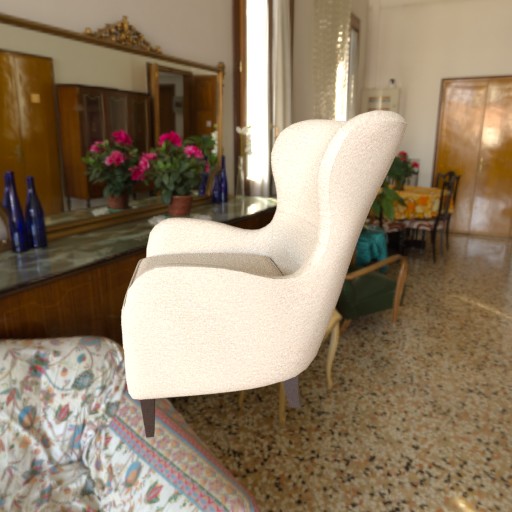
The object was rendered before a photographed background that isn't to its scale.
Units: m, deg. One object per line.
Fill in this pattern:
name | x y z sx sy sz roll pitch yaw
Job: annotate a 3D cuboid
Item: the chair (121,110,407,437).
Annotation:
chair | 0.000 0.000 1.757 0.984 1.064 0.861 -2 15 -8
